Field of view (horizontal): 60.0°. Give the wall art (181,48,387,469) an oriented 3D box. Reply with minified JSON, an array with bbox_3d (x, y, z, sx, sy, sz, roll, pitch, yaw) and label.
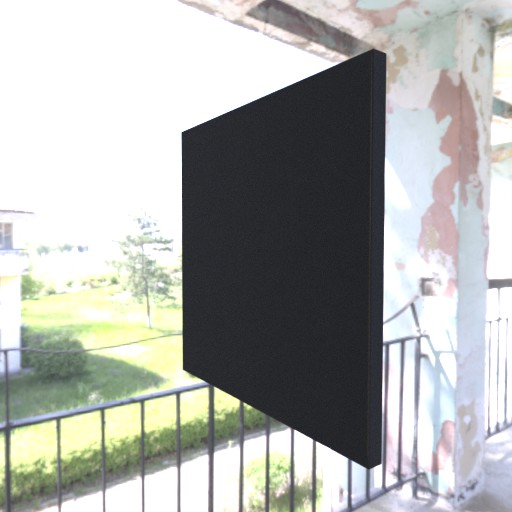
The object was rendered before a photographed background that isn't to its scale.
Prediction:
[{"bbox_3d":[0.000,0.000,0.446,0.015,0.303,0.304,-2,3,-36],"label":"wall art"}]
